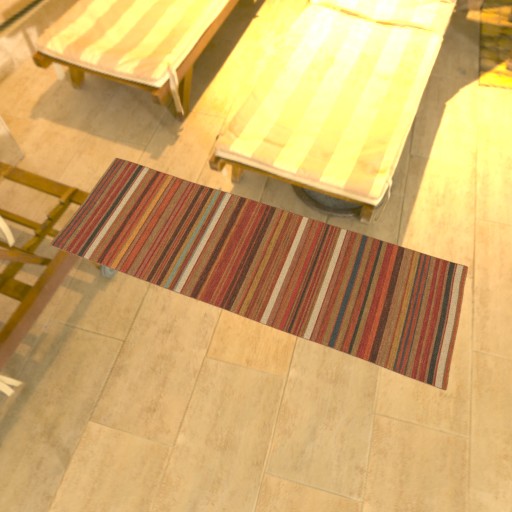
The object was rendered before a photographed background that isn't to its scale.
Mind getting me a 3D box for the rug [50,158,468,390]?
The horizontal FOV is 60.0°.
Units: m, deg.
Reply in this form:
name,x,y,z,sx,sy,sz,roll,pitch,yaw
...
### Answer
name,x,y,z,sx,sy,sz,roll,pitch,yaw
rug,0.000,0.000,2.715,2.444,0.030,0.799,19,61,11
